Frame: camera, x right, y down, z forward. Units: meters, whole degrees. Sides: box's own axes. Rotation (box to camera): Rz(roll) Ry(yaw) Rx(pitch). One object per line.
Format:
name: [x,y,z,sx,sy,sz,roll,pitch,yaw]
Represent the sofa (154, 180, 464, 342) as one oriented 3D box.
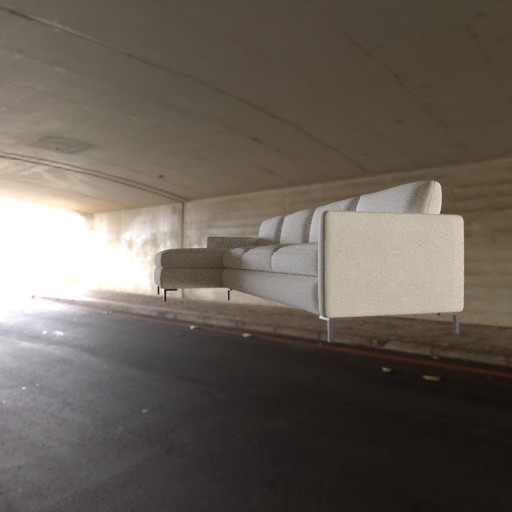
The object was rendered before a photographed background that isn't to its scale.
sofa: [0.000,0.000,3.733,1.467,0.875,3.186,0,0,-17]
